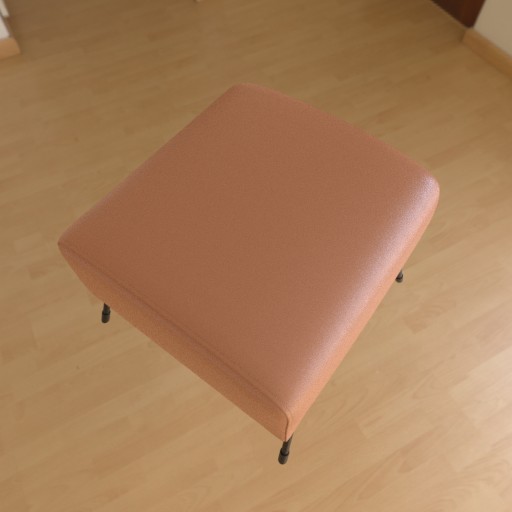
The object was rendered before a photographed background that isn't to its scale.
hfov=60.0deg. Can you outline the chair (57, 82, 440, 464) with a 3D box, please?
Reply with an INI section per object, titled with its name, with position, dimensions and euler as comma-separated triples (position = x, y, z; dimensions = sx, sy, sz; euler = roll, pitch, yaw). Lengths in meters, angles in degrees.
[chair]
position = 0.000, 0.000, 0.904
dimensions = 0.530, 0.410, 0.530
euler = 32, 64, 18
